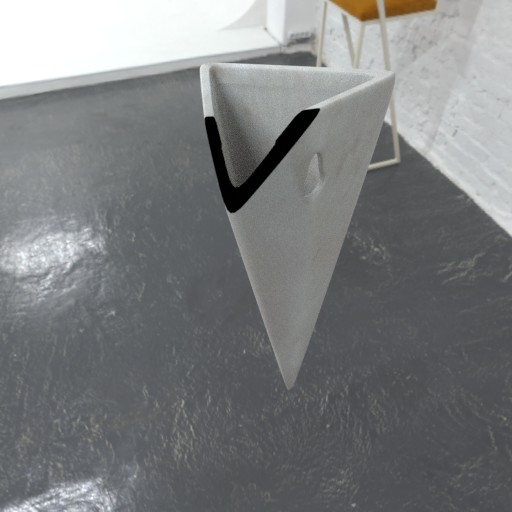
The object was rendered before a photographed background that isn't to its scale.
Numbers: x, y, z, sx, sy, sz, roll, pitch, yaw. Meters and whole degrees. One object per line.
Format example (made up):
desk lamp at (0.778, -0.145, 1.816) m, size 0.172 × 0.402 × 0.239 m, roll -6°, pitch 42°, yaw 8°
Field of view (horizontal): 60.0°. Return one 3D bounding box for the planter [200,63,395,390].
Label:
planter at (0.000, 0.000, 0.158) m, size 0.058 × 0.130 × 0.047 m, roll -31°, pitch 53°, yaw -27°
